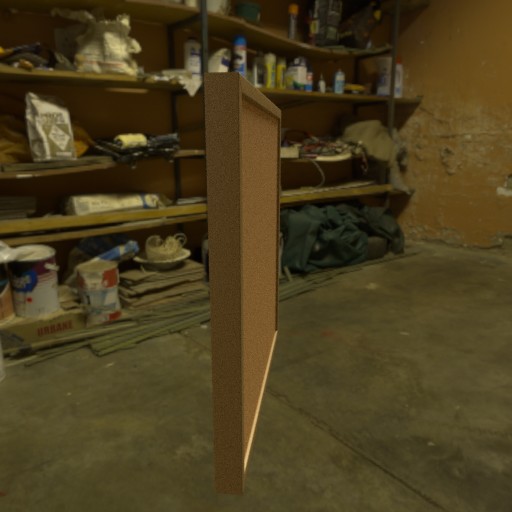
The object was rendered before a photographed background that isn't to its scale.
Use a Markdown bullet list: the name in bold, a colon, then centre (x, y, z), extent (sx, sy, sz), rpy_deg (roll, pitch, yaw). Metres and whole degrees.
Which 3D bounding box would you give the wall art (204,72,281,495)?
- **wall art**: centre (0.000, 0.000, 0.755), extent (0.036, 0.509, 0.509), rpy_deg (2, 14, 8)
